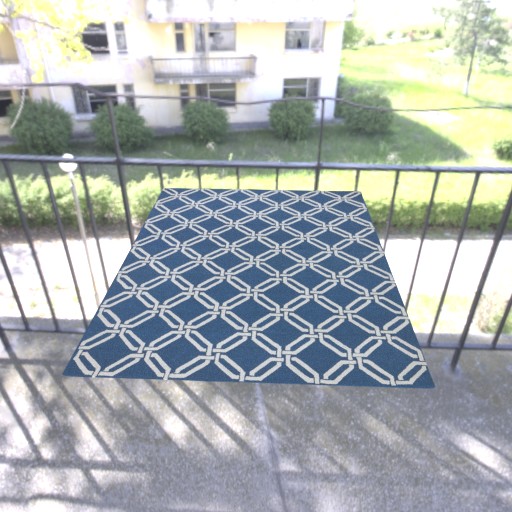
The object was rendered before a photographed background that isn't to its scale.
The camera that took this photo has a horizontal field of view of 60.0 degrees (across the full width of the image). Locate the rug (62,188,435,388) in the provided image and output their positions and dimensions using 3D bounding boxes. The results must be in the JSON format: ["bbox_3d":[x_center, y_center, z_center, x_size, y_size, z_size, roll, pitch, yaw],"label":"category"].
[{"bbox_3d":[0.000,0.000,3.888,2.277,0.020,2.867,1,32,2],"label":"rug"}]
